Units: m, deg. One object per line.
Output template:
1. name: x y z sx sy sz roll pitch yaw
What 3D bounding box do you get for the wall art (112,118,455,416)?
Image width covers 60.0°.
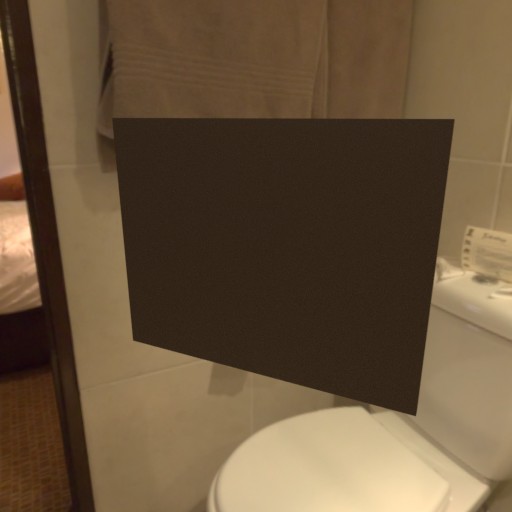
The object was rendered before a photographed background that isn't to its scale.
1. wall art: 0.000 0.000 1.606 1.207 0.952 0.034 8 19 24
